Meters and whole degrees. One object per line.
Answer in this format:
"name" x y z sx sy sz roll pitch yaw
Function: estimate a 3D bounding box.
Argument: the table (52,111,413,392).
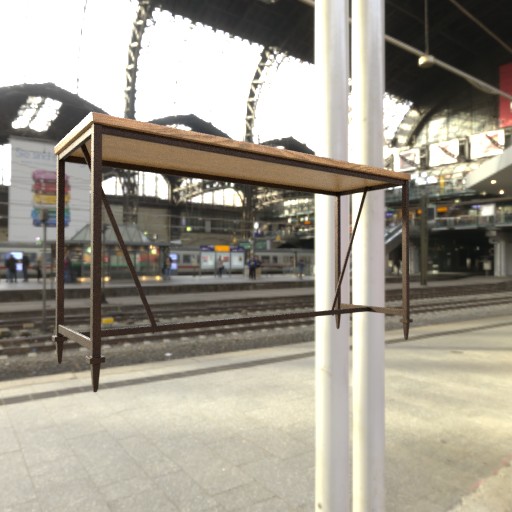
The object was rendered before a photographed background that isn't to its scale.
"table" 0.000 0.000 2.129 1.700 0.902 0.551 1 -1 -36
